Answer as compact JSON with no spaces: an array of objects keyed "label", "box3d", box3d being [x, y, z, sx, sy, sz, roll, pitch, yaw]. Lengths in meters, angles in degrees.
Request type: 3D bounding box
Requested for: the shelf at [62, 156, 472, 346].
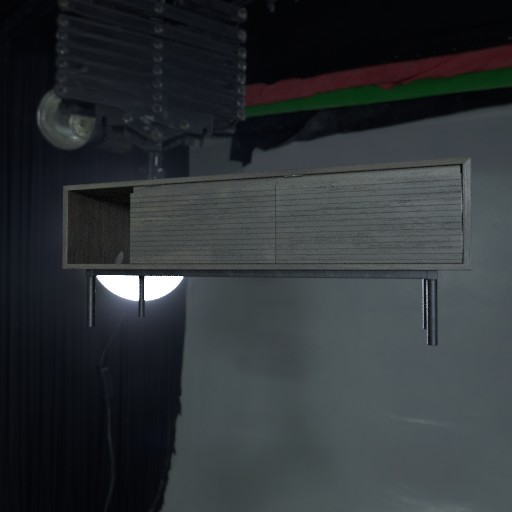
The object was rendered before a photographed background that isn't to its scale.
[{"label":"shelf","box3d":[0.000,0.000,1.526,1.300,0.495,0.400,0,-1,19]}]
